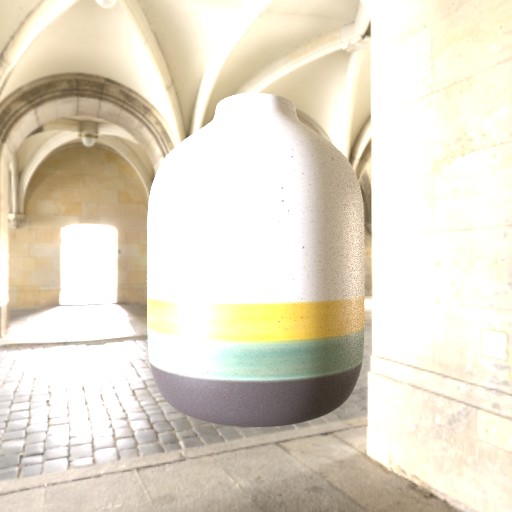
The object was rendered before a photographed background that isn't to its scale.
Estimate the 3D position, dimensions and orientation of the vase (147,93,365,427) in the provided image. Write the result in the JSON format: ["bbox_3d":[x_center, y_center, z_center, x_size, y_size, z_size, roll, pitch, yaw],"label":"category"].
[{"bbox_3d":[0.000,0.000,0.356,0.169,0.240,0.169,0,-1,0],"label":"vase"}]
